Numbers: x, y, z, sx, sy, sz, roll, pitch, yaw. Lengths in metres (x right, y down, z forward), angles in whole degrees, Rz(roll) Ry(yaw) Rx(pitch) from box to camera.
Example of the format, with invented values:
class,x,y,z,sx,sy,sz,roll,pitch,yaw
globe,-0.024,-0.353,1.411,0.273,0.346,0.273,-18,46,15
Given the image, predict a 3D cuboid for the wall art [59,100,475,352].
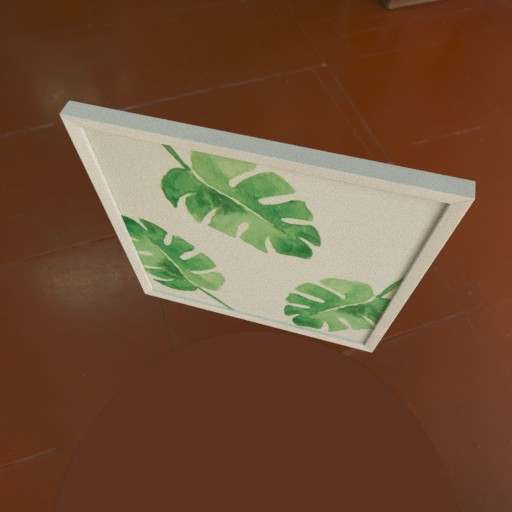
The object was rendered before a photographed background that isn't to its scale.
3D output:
class,x,y,z,sx,sy,sz,roll,pitch,yaw
wall art,0.000,0.000,1.119,0.762,0.762,0.040,13,60,8
